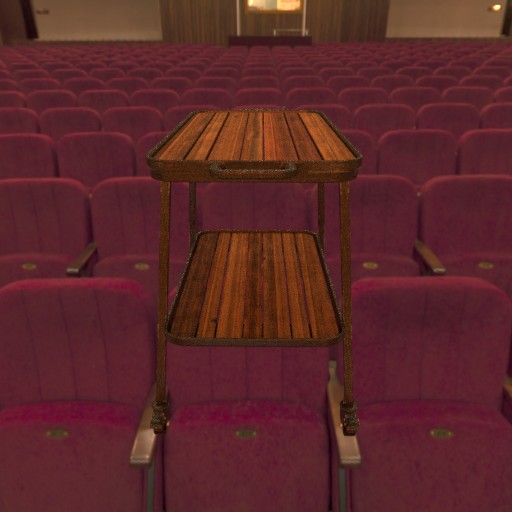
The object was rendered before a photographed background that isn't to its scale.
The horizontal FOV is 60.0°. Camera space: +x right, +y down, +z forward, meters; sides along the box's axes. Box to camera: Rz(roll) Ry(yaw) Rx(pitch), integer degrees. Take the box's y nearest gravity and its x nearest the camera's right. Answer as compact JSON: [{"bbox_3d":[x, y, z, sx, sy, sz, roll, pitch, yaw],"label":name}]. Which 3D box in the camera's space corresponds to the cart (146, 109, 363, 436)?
[{"bbox_3d":[0.000,0.000,1.247,0.515,0.700,0.806,0,25,1],"label":"cart"}]
